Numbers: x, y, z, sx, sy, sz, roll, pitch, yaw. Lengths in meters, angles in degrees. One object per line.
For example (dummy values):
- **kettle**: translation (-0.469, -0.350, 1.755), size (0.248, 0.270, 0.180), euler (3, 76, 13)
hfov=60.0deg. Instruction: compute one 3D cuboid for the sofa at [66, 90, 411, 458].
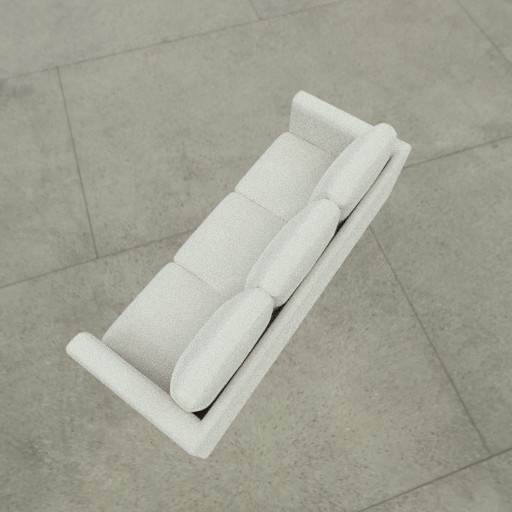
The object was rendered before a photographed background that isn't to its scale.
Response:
- **sofa**: translation (0.000, 0.000, 2.530), size (0.802, 0.912, 2.029), euler (33, 68, 15)
